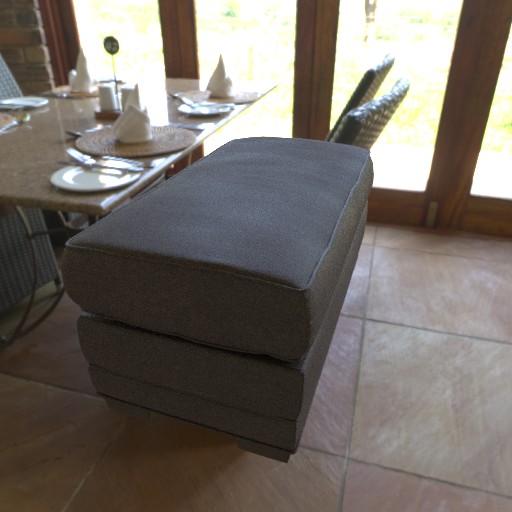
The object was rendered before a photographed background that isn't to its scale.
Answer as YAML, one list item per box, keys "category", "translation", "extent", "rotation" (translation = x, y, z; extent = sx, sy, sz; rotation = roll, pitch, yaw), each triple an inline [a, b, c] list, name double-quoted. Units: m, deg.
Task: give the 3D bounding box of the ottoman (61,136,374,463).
- category: "ottoman"
  translation: [0.000, 0.000, 1.160]
  extent: [0.490, 0.448, 0.864]
  rotation: [10, 30, 17]
